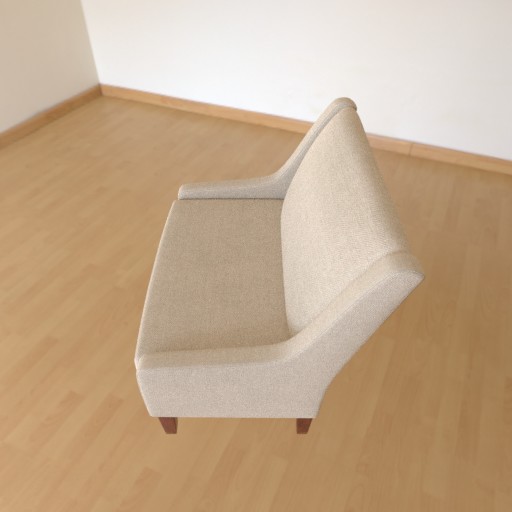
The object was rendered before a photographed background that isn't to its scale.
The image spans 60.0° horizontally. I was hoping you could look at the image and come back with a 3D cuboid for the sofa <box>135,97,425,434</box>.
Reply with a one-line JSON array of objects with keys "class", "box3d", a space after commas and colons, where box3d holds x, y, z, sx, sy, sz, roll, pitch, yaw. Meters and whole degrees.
[{"class": "sofa", "box3d": [0.000, 0.000, 1.977, 0.946, 0.976, 1.212, 0, 42, 0]}]
